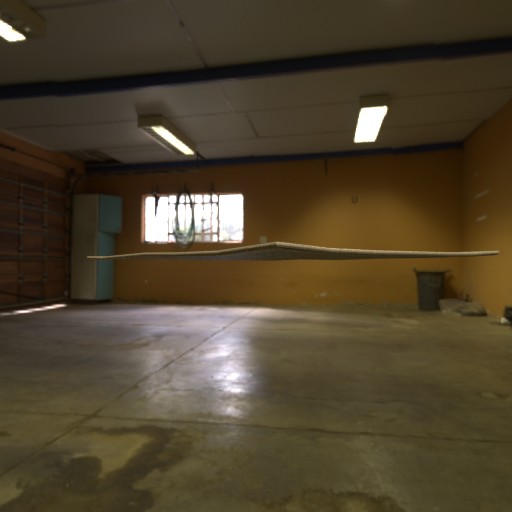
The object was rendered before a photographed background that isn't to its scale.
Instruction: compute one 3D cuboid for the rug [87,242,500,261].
[{"bbox_3d":[0.000,0.000,2.956,1.553,0.053,2.430,1,-1,-35],"label":"rug"}]
